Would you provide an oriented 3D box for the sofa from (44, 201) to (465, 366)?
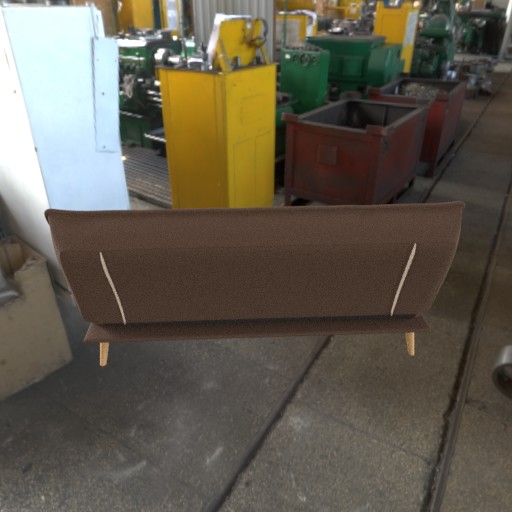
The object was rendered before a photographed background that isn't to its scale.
[{"bbox_3d":[0.000,0.000,2.505,1.940,0.890,0.950,-1,30,-2],"label":"sofa"}]
